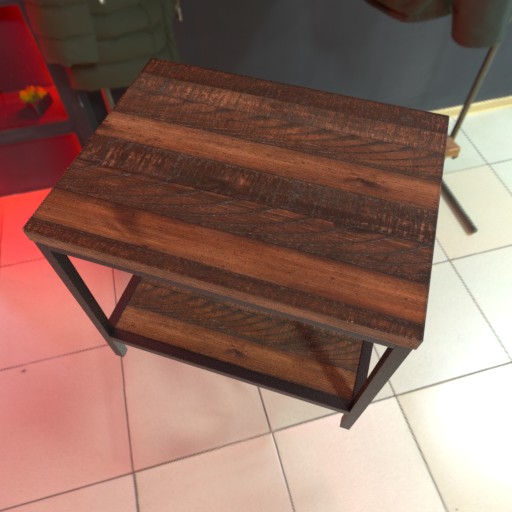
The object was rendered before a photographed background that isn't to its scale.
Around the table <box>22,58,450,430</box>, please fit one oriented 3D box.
[{"bbox_3d":[0.000,0.000,1.095,0.678,0.612,0.524,15,58,10],"label":"table"}]
